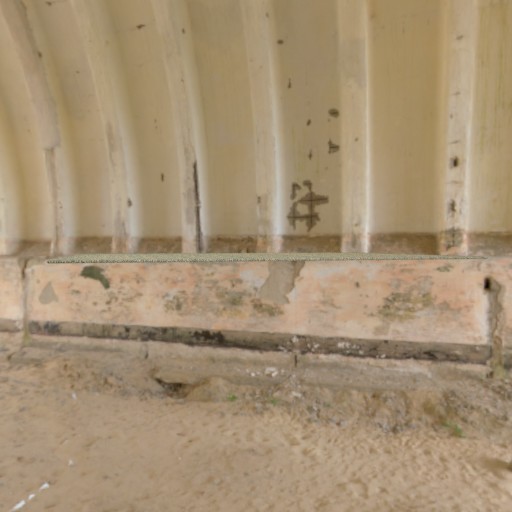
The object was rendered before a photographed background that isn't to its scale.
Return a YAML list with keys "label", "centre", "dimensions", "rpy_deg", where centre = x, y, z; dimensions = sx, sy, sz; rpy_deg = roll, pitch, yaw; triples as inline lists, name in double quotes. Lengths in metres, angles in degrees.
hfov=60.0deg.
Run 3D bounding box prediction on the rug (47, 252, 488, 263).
- label: "rug"
  centre: [0.000, 0.000, 2.914]
  dimensions: [2.283, 0.013, 1.547]
  rpy_deg: [0, 1, -17]
